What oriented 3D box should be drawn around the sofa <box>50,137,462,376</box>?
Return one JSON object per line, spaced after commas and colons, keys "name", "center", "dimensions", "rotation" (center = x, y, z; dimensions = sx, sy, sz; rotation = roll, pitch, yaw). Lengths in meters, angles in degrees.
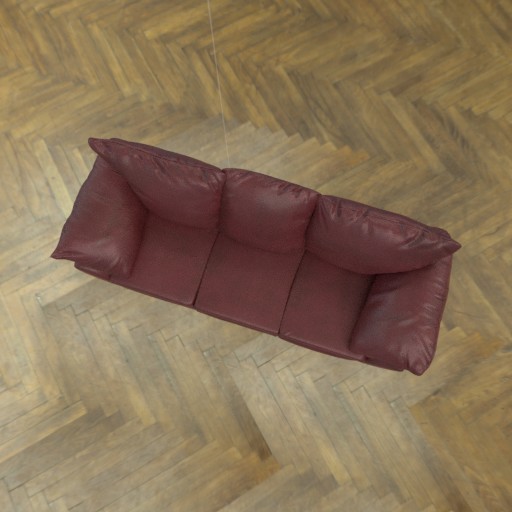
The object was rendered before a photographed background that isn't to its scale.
{"name": "sofa", "center": [0.000, 0.000, 2.901], "dimensions": [2.390, 1.091, 0.907], "rotation": [17, 76, 4]}
